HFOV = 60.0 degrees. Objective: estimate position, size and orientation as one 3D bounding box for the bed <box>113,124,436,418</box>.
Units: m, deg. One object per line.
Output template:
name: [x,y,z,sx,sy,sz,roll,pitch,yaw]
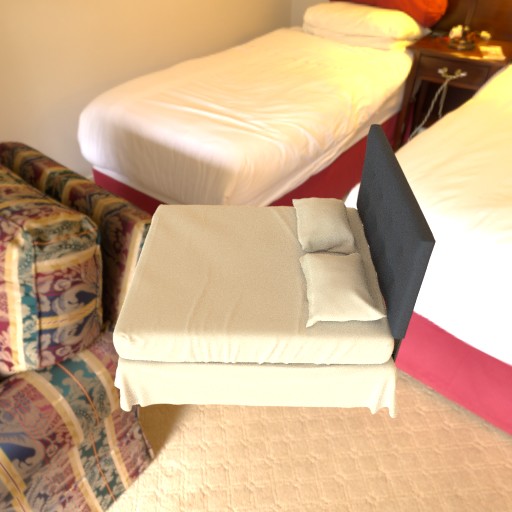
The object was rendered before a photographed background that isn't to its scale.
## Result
bed: [0.000,0.000,3.593,2.222,1.577,1.936,1,39,1]
